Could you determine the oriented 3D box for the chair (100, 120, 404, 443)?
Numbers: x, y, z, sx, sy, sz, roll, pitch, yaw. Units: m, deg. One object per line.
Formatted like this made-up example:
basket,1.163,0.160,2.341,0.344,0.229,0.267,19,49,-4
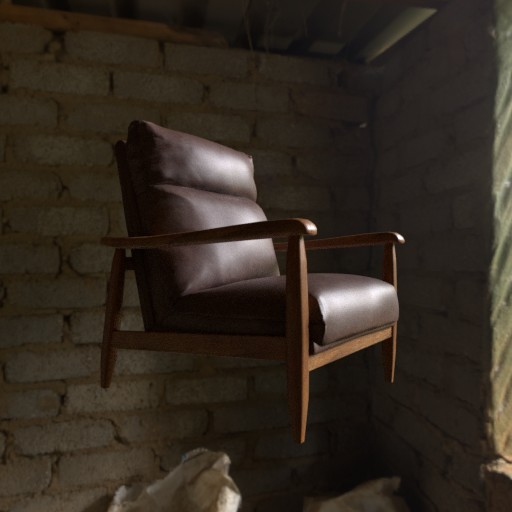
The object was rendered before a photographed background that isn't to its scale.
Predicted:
chair,0.000,0.000,1.534,0.830,0.897,0.782,0,0,36
